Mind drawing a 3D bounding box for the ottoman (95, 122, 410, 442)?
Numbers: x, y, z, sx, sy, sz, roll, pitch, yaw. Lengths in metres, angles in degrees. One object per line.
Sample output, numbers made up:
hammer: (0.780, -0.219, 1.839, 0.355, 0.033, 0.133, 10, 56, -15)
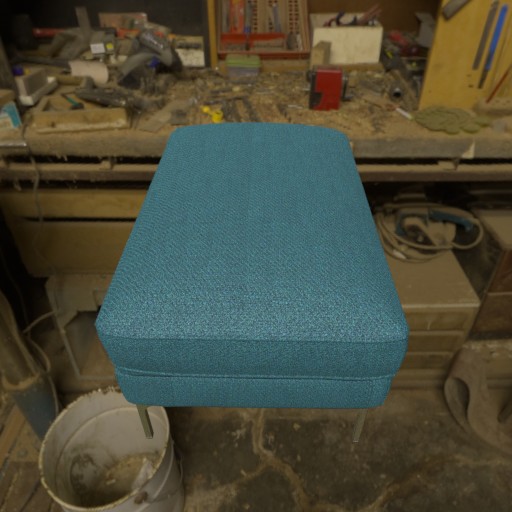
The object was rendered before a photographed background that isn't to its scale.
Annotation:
ottoman: (0.000, 0.000, 1.185, 0.563, 0.498, 0.856, 1, 40, 1)
